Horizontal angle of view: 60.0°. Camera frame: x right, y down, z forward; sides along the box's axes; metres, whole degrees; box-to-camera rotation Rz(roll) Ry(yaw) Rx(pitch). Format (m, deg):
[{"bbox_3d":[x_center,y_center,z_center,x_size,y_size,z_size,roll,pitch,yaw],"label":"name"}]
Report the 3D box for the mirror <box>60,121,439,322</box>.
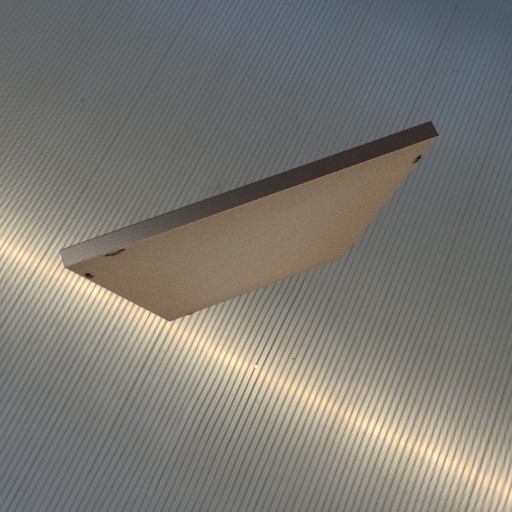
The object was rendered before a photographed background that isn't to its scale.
[{"bbox_3d":[0.000,0.000,1.341,0.762,1.016,0.041,-20,77,-5],"label":"mirror"}]
